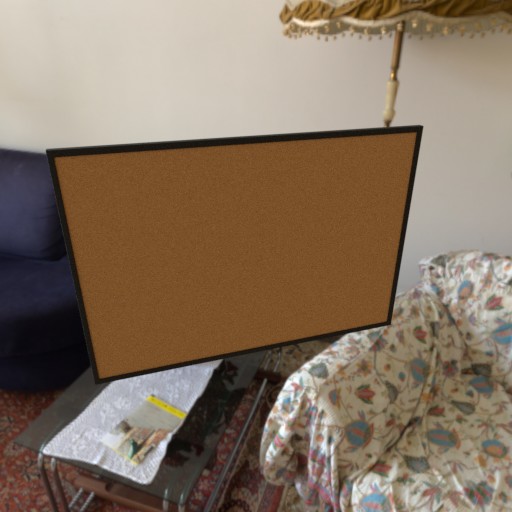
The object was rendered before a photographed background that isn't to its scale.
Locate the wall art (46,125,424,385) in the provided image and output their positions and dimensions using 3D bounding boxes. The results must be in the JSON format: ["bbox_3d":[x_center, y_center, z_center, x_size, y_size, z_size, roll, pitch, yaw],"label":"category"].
[{"bbox_3d":[0.000,0.000,0.861,0.664,0.458,0.013,-8,28,-16],"label":"wall art"}]
